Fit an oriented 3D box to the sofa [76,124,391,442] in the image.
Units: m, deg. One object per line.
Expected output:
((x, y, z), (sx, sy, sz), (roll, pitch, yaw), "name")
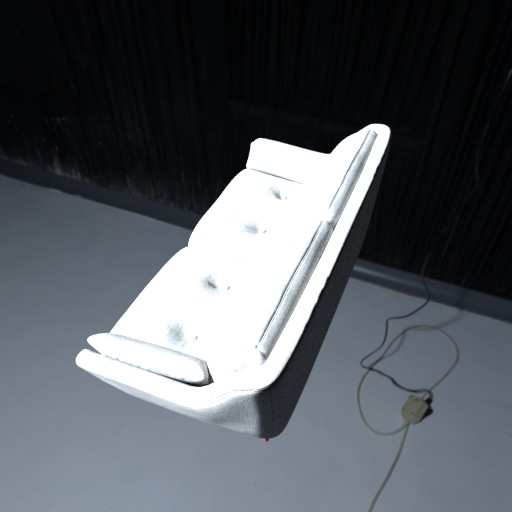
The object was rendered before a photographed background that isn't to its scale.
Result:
((0.000, 0.000, 2.439), (0.976, 0.897, 1.930), (18, 49, 17), "sofa")
